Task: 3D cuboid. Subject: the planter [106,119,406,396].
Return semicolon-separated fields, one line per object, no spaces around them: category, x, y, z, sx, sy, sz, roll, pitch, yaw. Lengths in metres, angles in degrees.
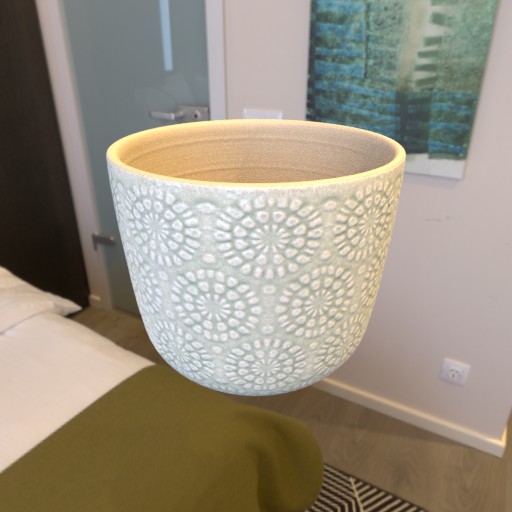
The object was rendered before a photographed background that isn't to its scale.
planter;0.000;0.000;0.215;0.124;0.109;0.124;0;26;0
